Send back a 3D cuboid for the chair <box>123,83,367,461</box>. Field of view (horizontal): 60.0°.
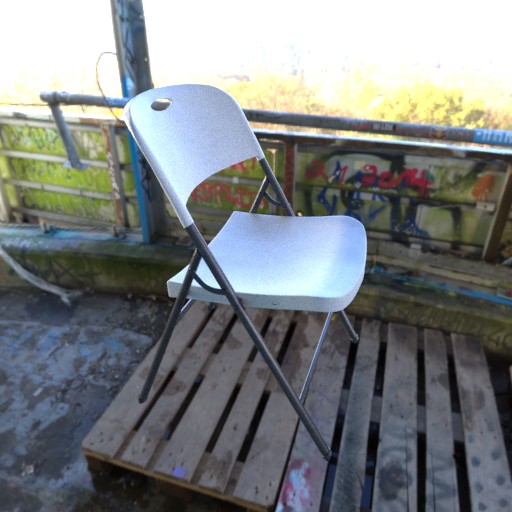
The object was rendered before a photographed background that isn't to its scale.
[{"bbox_3d":[0.000,0.000,1.181,0.566,0.810,0.494,10,32,17],"label":"chair"}]
